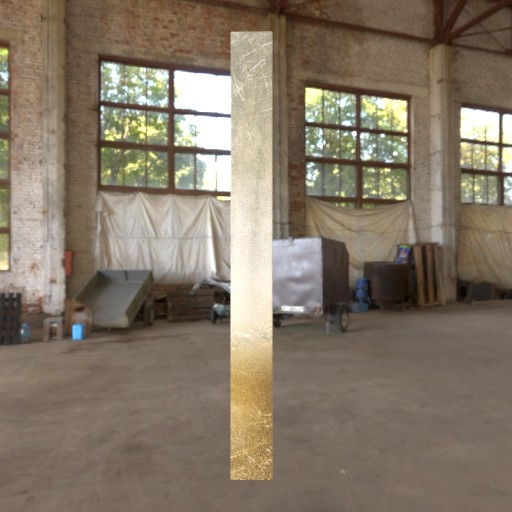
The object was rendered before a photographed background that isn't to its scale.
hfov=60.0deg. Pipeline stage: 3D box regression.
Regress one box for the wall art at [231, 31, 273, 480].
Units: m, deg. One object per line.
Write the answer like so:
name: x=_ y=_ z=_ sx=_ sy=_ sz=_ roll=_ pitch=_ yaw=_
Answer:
wall art: x=0.000 y=0.000 z=0.605 sx=0.038 sy=0.407 sz=0.405 roll=0 pitch=0 yaw=1
